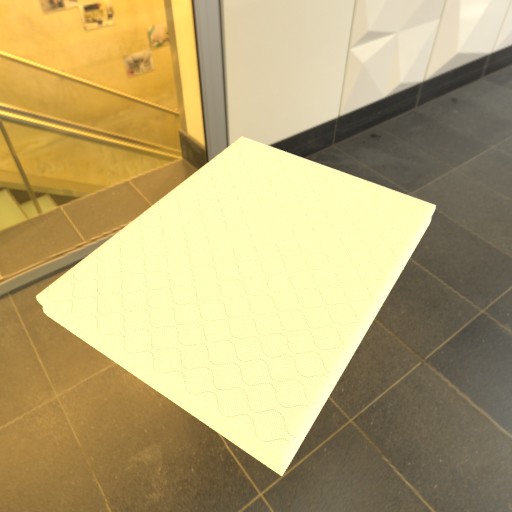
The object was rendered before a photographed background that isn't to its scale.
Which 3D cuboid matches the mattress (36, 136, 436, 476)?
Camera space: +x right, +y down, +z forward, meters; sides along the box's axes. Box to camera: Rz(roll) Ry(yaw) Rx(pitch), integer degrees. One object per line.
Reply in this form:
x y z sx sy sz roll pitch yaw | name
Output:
0.000 0.000 2.772 1.600 0.200 2.000 25 51 23 | mattress
